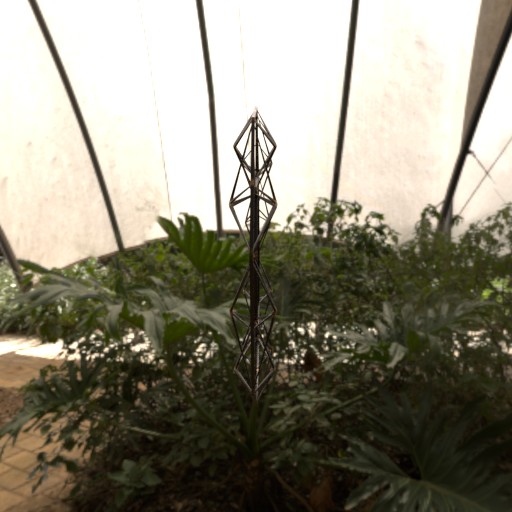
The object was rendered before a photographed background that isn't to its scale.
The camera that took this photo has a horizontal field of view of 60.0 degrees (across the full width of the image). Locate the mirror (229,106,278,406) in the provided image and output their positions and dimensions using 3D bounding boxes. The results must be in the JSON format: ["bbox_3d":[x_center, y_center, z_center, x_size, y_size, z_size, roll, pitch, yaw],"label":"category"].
[{"bbox_3d":[0.000,0.000,1.051,0.094,0.710,0.710,0,0,1],"label":"mirror"}]
